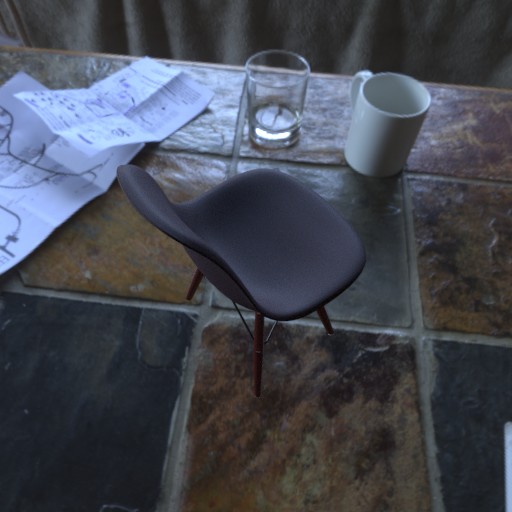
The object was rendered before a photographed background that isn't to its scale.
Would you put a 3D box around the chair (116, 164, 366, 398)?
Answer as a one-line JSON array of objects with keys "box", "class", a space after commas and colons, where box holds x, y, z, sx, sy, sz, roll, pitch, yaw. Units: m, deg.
[{"box": [0.000, 0.000, 1.188, 0.533, 0.826, 0.470, -33, 63, -19], "class": "chair"}]
